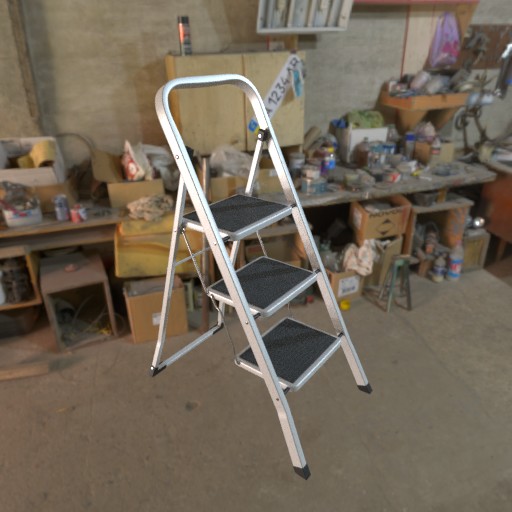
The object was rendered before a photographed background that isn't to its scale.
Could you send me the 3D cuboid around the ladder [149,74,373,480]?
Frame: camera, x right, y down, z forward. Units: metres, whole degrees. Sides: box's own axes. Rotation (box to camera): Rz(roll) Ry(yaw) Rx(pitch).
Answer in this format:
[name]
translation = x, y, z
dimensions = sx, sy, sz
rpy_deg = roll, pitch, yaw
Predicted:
[ladder]
translation = 0.000, 0.000, 1.404
dimensions = 0.711, 1.050, 0.460
rpy_deg = 18, 31, 33
